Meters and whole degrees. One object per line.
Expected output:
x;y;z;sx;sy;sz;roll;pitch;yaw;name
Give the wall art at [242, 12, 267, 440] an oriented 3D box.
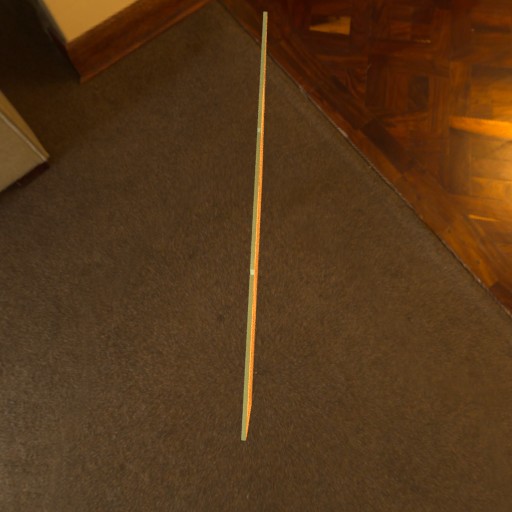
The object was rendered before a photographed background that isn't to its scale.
0.000;0.000;2.225;0.013;1.523;1.517;3;75;1;wall art
